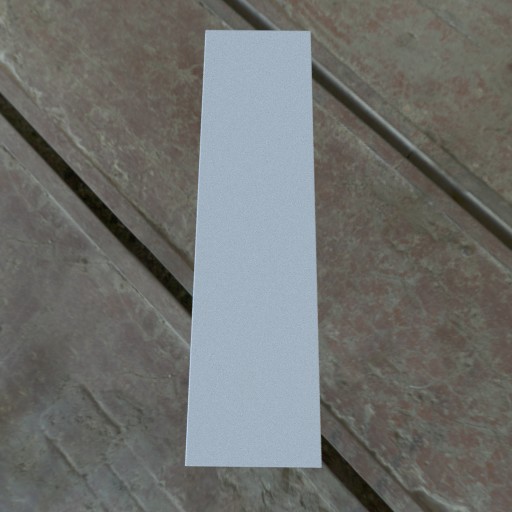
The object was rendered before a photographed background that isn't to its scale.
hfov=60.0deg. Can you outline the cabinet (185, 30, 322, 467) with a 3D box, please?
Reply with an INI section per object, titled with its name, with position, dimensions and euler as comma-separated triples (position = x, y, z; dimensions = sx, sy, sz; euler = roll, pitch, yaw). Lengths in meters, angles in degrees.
[cabinet]
position = 0.000, 0.000, 1.853
dimensions = 0.380, 0.900, 1.450
euler = 1, 75, 0
